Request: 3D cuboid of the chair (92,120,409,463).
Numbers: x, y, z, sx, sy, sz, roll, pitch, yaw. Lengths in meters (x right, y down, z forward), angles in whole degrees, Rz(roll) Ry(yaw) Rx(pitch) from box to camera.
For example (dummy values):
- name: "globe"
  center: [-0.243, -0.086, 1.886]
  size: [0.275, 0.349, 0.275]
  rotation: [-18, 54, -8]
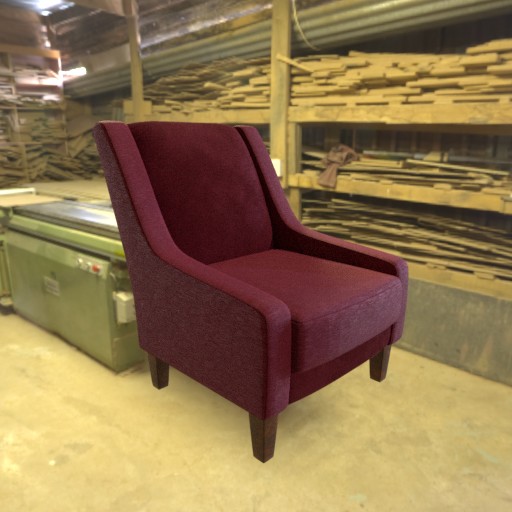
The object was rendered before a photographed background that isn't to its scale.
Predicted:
- name: "chair"
  center: [0.000, 0.000, 1.712]
  size: [0.793, 1.017, 0.985]
  rotation: [-14, 20, -43]
